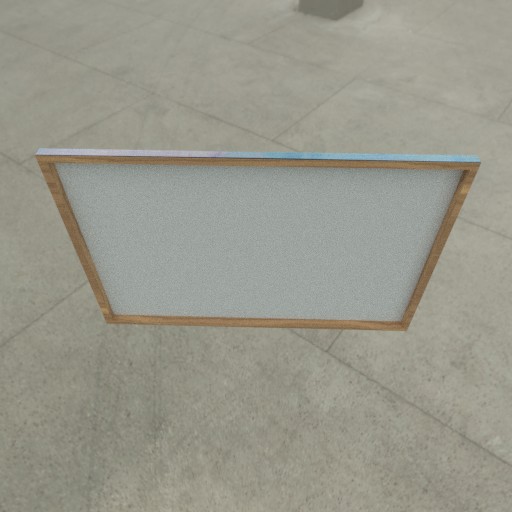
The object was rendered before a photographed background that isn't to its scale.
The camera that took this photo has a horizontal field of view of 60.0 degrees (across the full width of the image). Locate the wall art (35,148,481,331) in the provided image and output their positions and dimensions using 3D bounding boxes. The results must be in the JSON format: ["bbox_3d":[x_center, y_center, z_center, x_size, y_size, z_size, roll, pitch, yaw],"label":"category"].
[{"bbox_3d":[0.000,0.000,0.752,0.604,0.402,0.018,1,47,1],"label":"wall art"}]
